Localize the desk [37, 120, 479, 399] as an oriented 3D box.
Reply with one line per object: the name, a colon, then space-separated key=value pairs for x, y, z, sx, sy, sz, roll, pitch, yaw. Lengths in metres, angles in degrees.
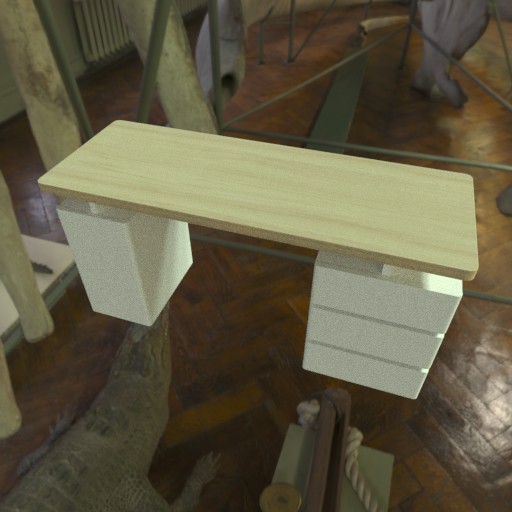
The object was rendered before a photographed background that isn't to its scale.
desk: x=0.000 y=0.000 z=1.864 sx=1.500 sy=0.755 sz=0.550 roll=12 pitch=43 yaw=14
